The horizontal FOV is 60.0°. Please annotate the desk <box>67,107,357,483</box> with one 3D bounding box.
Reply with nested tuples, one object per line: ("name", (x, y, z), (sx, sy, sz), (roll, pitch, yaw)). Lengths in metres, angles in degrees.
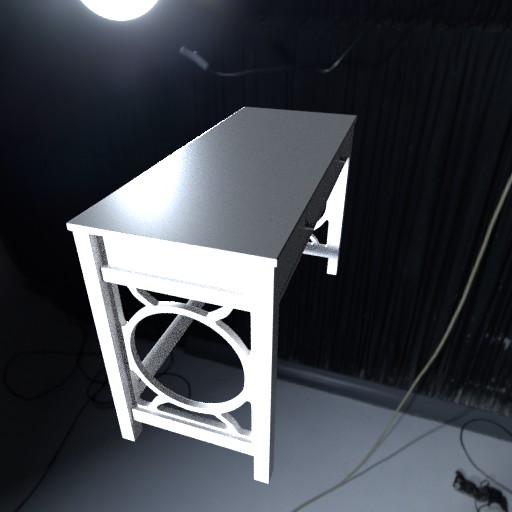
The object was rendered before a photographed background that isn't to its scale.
("desk", (0.000, 0.000, 1.608), (0.504, 0.762, 1.191), (10, 33, 16))
